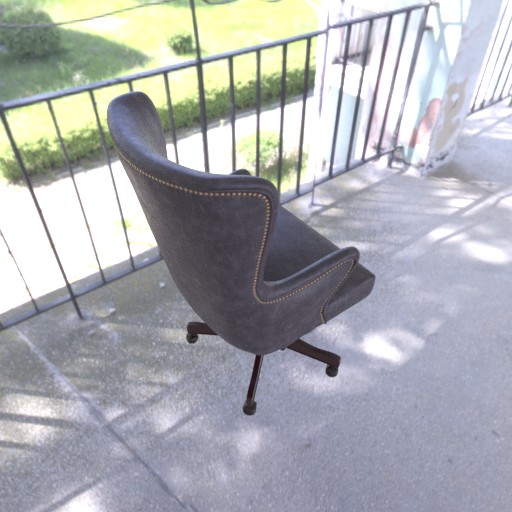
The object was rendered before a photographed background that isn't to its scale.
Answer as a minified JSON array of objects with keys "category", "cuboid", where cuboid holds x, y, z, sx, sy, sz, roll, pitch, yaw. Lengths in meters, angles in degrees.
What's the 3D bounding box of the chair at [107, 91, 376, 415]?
[{"category":"chair","cuboid":[0.000,0.000,1.459,0.717,1.037,0.594,-27,48,-26]}]
